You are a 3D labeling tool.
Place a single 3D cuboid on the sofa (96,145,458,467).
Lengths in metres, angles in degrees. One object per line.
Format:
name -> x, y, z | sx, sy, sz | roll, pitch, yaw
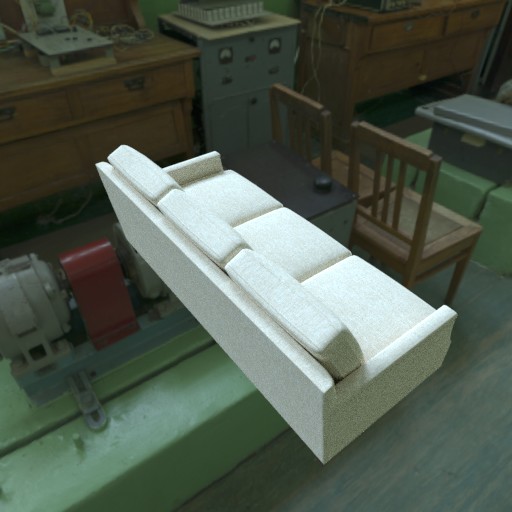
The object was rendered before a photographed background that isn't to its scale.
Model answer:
sofa -> 0.000, 0.000, 2.766 | 1.041, 0.940, 2.210 | -26, 47, -28
